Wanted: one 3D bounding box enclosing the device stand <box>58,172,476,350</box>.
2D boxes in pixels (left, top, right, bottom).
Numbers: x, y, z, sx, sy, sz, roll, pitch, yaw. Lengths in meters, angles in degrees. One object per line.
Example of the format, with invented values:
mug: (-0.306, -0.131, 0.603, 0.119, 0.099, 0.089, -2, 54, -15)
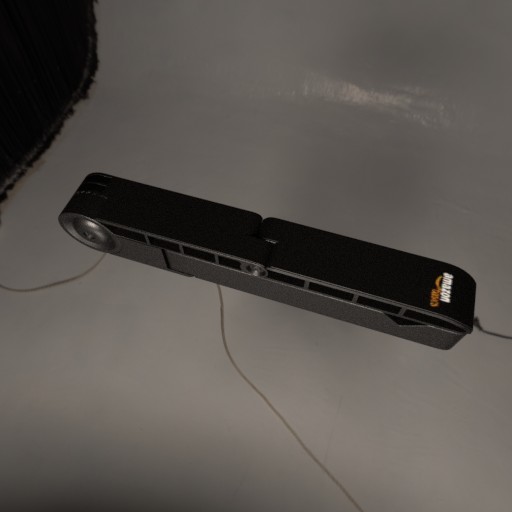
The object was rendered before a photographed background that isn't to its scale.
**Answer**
device stand: (0.000, 0.000, 0.192, 0.179, 0.030, 0.026, 16, 60, 9)
